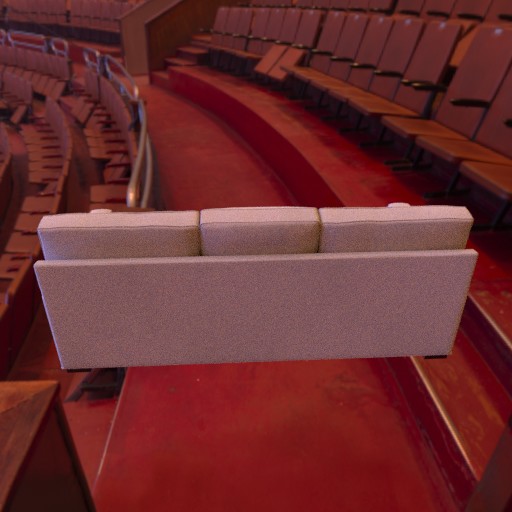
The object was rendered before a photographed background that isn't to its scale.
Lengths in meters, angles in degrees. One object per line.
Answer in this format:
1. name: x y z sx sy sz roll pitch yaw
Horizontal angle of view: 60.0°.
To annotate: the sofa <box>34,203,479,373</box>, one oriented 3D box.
1. sofa: 0.000 0.000 2.578 2.088 0.862 0.935 -2 29 -3
